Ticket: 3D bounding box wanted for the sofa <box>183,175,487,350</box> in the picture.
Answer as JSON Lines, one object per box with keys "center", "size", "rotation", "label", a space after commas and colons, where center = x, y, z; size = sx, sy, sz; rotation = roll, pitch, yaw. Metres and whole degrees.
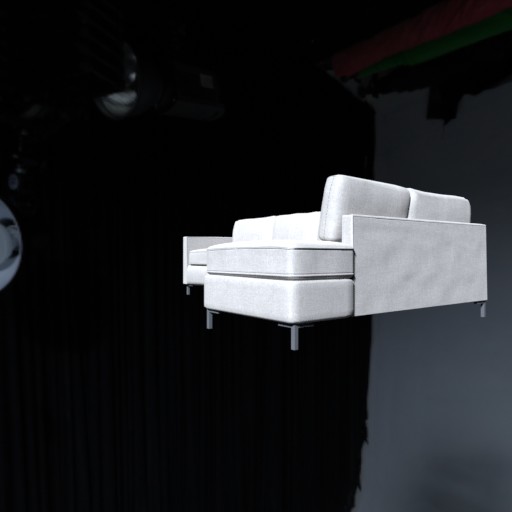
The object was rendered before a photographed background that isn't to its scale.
{"center": [0.000, 0.000, 4.147], "size": [2.077, 0.964, 3.331], "rotation": [0, 0, -37], "label": "sofa"}
